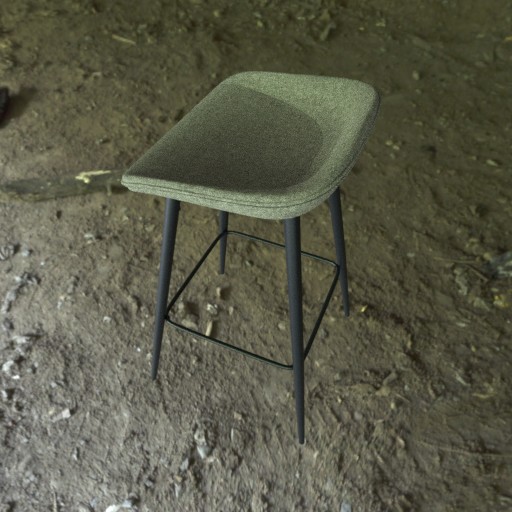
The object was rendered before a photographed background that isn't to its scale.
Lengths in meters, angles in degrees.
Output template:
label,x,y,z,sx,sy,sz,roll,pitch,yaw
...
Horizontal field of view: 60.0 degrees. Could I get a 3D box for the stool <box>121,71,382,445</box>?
label,x,y,z,sx,sy,sz,roll,pitch,yaw
stool,0.000,0.000,1.098,0.480,0.814,0.469,18,49,16
